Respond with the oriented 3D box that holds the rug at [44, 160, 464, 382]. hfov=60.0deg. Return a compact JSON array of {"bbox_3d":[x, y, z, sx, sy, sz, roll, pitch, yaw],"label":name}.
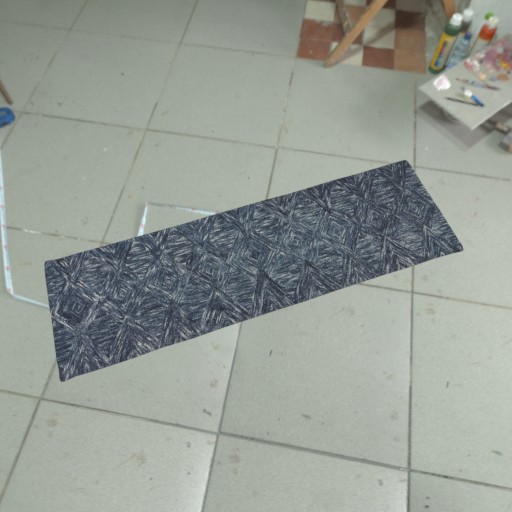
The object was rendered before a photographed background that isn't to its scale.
[{"bbox_3d":[0.000,0.000,2.532,2.306,0.013,0.719,-17,63,-9],"label":"rug"}]
